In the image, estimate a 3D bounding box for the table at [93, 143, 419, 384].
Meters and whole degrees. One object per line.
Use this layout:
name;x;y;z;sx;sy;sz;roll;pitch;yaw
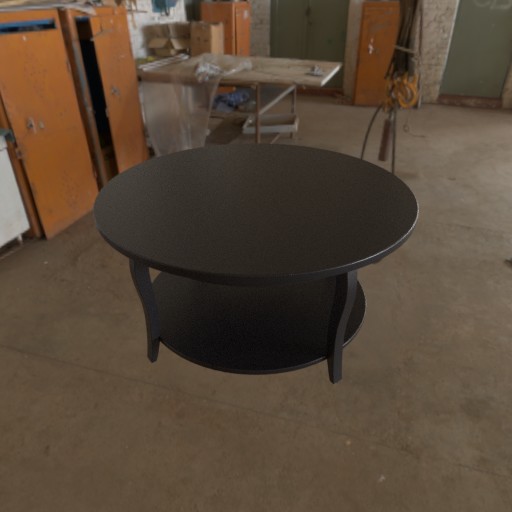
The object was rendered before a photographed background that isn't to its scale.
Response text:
table;0.000;0.000;1.421;0.914;0.457;0.914;0;31;0
